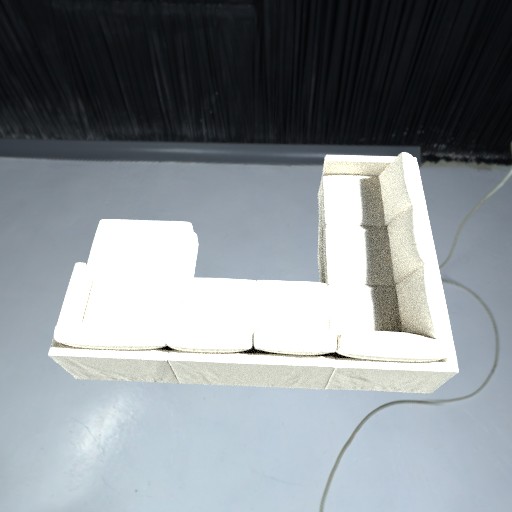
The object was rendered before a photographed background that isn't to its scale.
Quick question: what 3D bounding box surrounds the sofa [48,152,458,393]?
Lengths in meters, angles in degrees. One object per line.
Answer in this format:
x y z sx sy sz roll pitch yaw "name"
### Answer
0.000 0.000 4.526 3.460 0.882 2.427 2 58 1 "sofa"
